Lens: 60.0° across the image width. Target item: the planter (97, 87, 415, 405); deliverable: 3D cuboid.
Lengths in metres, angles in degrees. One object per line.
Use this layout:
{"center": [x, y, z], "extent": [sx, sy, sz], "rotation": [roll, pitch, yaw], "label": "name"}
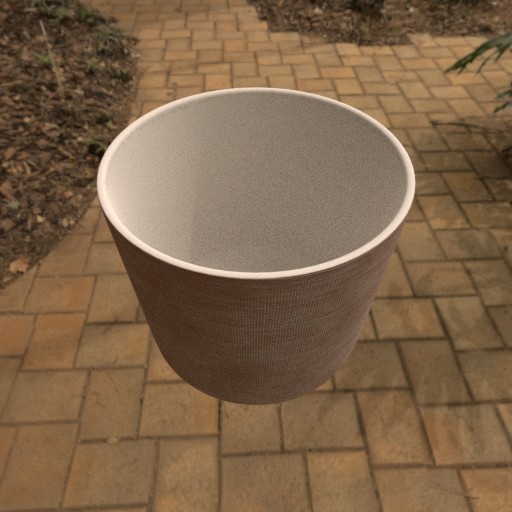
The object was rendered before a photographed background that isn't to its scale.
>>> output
{"center": [0.000, 0.000, 0.773], "extent": [0.440, 0.398, 0.440], "rotation": [0, 47, 0], "label": "planter"}
